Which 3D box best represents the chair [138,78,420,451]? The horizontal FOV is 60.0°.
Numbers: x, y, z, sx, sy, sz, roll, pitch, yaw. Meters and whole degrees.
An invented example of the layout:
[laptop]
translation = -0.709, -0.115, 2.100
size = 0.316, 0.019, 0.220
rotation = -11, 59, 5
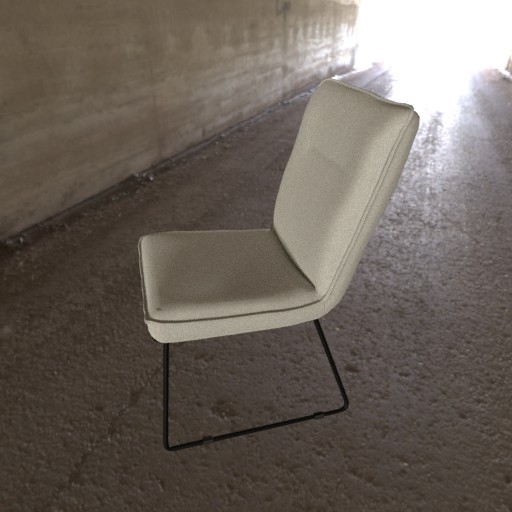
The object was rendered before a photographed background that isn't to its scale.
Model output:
[chair]
translation = 0.000, 0.000, 1.340
size = 0.688, 0.930, 0.515
rotation = -8, 30, -13
